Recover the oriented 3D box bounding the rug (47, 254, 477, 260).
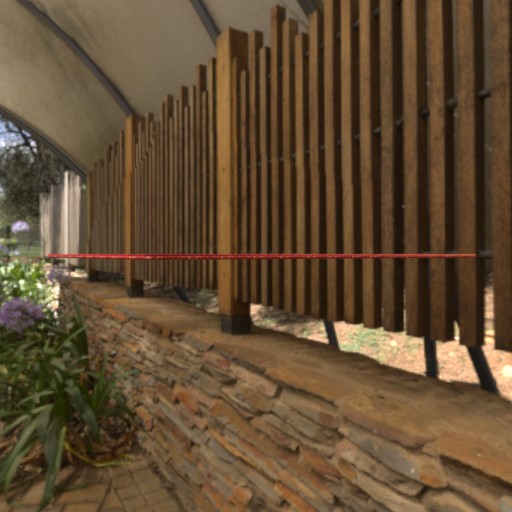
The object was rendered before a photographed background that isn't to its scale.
[{"bbox_3d":[0.000,0.000,3.818,2.905,0.028,2.340,0,0,-36],"label":"rug"}]
